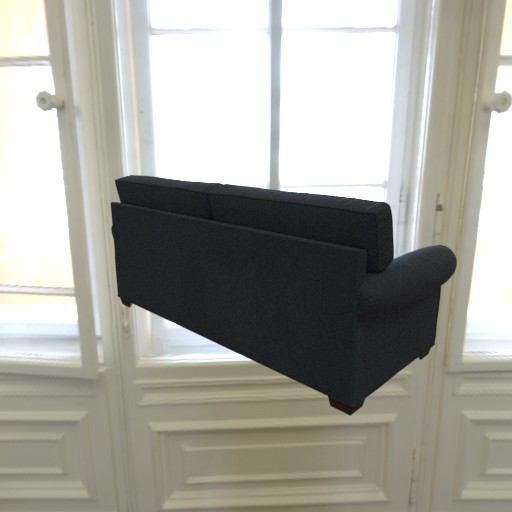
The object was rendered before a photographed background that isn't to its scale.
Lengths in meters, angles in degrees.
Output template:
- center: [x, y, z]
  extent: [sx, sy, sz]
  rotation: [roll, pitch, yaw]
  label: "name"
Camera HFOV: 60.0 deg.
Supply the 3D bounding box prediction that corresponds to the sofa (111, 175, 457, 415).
- center: [0.000, 0.000, 3.032]
  extent: [2.391, 1.026, 0.954]
  rotation: [14, 20, 42]
  label: "sofa"
